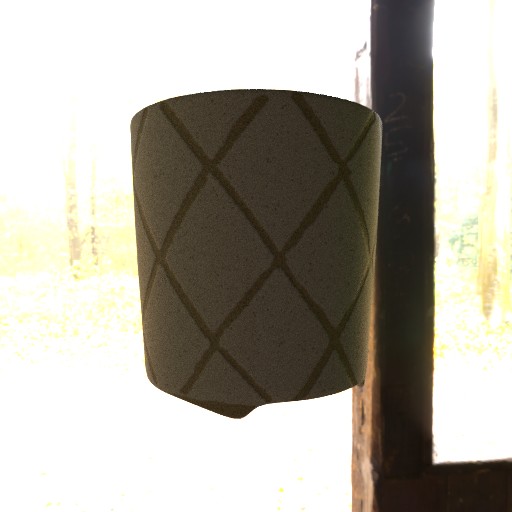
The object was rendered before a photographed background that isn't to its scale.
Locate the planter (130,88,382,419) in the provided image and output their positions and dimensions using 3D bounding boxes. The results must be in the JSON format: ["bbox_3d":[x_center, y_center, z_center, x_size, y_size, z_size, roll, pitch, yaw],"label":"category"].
[{"bbox_3d":[0.000,0.000,0.418,0.228,0.235,0.228,0,1,0],"label":"planter"}]
